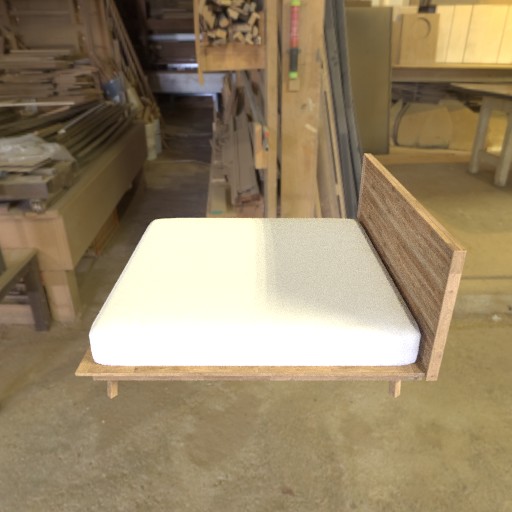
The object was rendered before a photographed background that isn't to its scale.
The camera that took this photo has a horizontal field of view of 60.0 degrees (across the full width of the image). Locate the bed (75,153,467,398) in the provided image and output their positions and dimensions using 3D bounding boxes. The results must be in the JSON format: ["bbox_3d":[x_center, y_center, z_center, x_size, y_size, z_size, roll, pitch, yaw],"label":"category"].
[{"bbox_3d":[0.000,0.000,3.449,2.167,1.100,2.116,0,26,0],"label":"bed"}]
